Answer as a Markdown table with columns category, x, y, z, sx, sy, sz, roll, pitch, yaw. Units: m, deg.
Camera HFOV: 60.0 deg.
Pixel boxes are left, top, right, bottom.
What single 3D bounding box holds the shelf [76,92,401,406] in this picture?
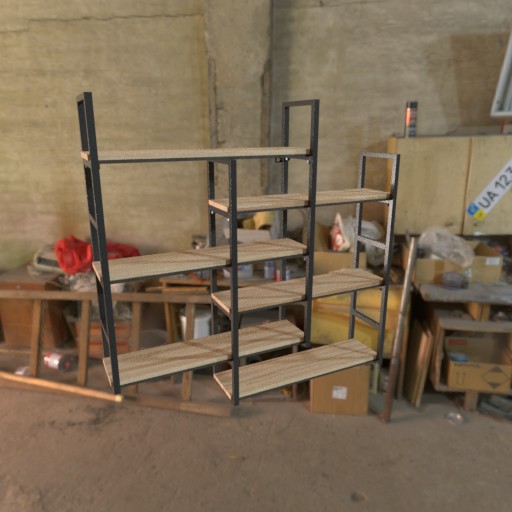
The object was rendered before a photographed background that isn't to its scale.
| category | x | y | z | sx | sy | sz | roll | pitch | yaw |
| --- | --- | --- | --- | --- | --- | --- | --- | --- | --- |
| shelf | 0.000 | 0.000 | 1.382 | 0.946 | 0.921 | 0.183 | -8 | 18 | -25 |
